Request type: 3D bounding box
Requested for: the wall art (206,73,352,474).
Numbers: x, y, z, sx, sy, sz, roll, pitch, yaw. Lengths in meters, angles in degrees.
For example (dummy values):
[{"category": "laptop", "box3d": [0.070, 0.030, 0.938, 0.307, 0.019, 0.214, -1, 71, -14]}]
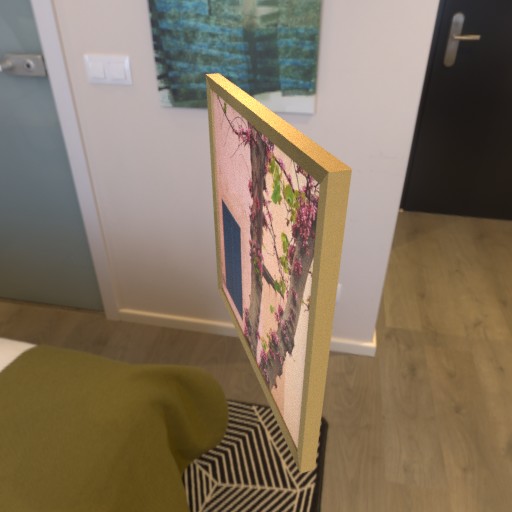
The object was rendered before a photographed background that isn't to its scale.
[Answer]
[{"category": "wall art", "box3d": [0.000, 0.000, 1.158, 0.038, 0.762, 0.762, -11, 34, -16]}]
